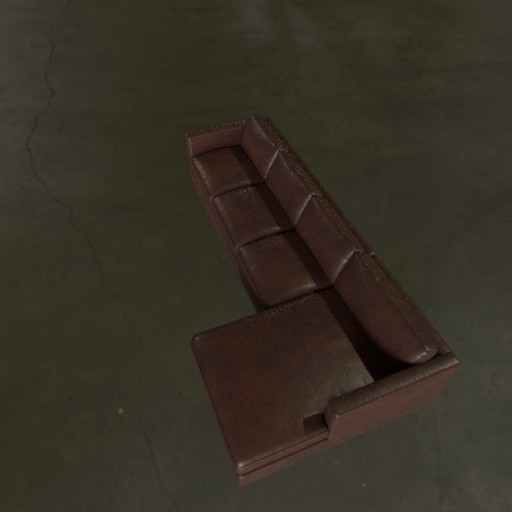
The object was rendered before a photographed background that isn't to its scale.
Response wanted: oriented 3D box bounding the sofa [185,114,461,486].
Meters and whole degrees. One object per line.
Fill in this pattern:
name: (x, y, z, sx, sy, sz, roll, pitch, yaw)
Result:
sofa: (0.000, 0.000, 3.860, 1.581, 0.883, 3.203, -17, 51, -14)
